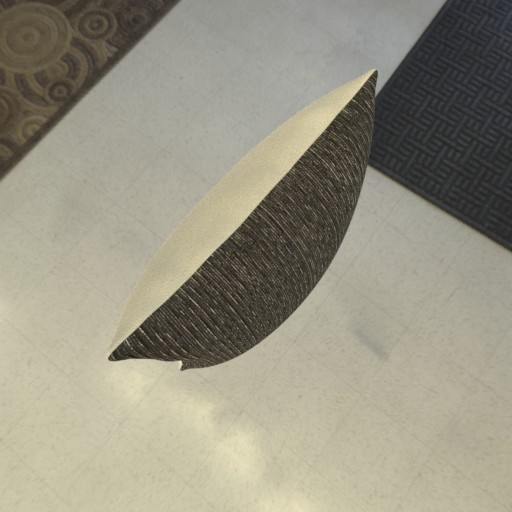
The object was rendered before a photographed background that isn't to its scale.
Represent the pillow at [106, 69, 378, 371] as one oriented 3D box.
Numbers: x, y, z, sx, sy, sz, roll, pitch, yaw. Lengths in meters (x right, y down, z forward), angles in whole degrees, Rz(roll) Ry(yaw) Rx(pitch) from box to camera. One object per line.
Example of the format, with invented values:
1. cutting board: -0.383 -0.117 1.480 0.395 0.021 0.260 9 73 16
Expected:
1. pillow: 0.000 0.000 0.672 0.196 0.434 0.433 40 78 10
